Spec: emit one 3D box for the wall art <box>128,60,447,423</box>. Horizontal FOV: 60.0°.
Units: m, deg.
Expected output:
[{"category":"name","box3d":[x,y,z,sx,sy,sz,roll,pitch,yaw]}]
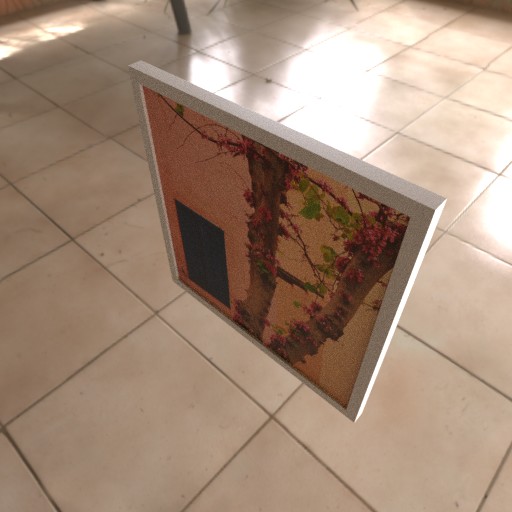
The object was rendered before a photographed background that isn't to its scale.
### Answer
[{"category":"wall art","box3d":[0.000,0.000,1.128,0.762,0.762,0.038,33,55,28]}]
